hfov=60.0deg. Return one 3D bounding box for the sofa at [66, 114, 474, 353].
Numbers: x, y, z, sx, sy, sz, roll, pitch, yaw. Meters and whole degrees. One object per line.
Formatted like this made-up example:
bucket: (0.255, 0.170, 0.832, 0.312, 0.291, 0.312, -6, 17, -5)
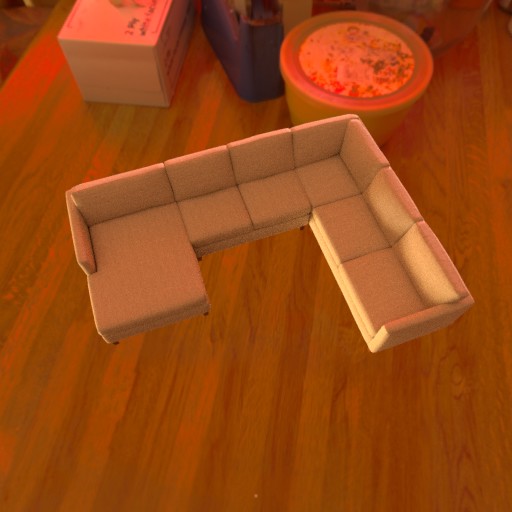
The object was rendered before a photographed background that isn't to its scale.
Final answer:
sofa: (0.000, 0.000, 4.633, 3.460, 0.961, 2.594, -17, 63, -9)
